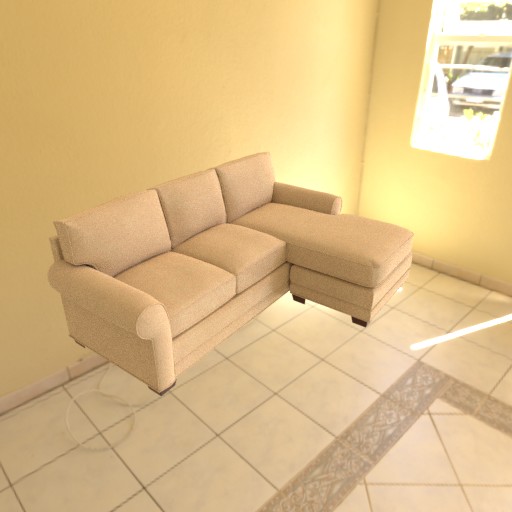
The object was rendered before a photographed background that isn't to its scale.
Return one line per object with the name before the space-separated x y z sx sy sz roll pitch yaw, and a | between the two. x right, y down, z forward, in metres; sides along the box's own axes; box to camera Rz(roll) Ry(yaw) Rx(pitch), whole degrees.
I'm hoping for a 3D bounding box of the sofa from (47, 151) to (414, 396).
sofa | 0.000 0.000 2.421 1.226 0.734 1.770 18 32 32
